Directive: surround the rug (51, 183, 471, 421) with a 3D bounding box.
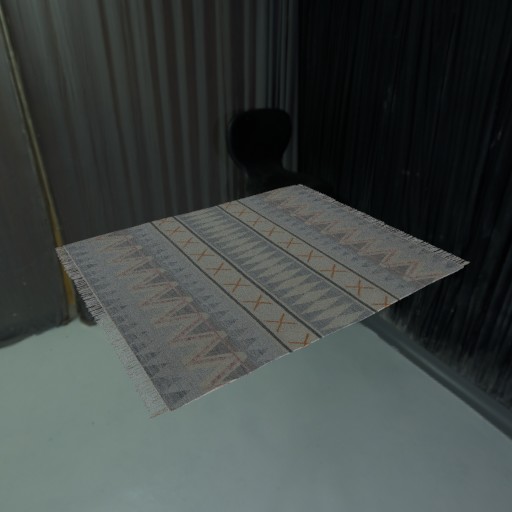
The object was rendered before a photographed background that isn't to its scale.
[{"bbox_3d":[0.000,0.000,3.995,3.000,0.012,2.371,-19,35,-29],"label":"rug"}]
